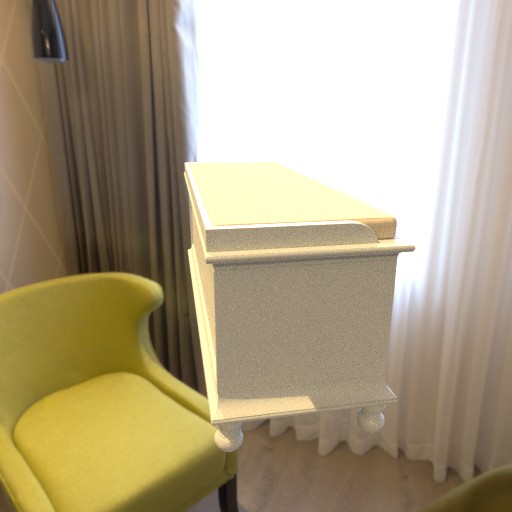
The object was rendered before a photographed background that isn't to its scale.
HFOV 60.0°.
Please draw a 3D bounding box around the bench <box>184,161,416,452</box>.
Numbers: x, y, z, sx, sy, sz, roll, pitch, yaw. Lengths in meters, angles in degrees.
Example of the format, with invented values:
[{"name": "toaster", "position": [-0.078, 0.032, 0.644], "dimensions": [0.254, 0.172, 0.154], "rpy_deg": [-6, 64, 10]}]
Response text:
[{"name": "bench", "position": [0.000, 0.000, 1.427], "dimensions": [0.402, 0.486, 1.185], "rpy_deg": [-3, 18, -10]}]
